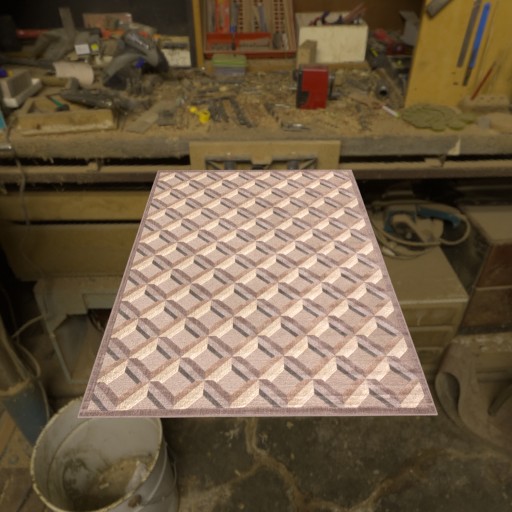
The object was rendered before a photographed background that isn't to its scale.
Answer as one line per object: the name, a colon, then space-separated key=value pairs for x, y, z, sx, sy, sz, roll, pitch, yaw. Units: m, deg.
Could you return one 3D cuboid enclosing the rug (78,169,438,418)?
rug: x=0.000 y=0.000 z=4.179 sx=2.382 sy=0.018 sz=3.294 roll=0 pitch=40 yaw=0
